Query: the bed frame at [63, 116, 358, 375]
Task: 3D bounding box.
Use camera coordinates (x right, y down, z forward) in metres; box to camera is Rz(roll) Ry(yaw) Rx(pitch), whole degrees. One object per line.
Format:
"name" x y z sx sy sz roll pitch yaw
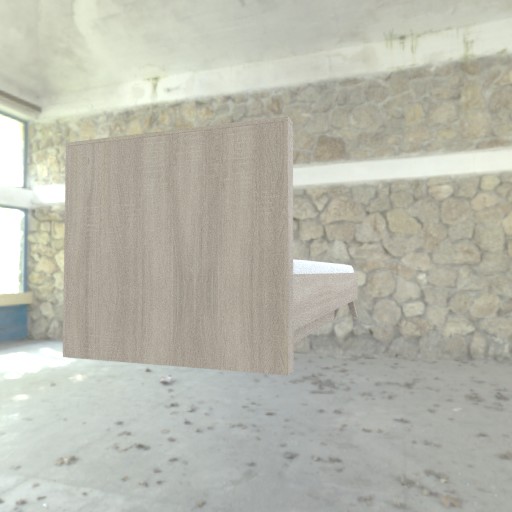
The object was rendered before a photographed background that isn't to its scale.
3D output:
"bed frame" 0.000 0.000 2.742 0.990 0.920 2.140 -1 -2 19
